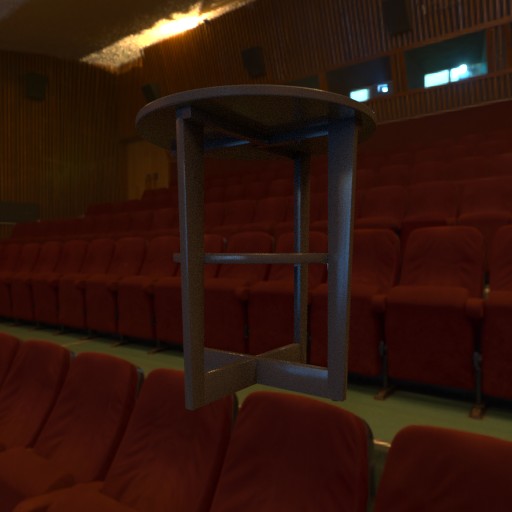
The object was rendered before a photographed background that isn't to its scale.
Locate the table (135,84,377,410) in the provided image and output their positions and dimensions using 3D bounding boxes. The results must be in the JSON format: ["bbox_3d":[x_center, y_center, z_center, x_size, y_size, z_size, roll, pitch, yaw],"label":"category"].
[{"bbox_3d":[0.000,0.000,0.955,0.500,0.550,0.500,0,1,0],"label":"table"}]
